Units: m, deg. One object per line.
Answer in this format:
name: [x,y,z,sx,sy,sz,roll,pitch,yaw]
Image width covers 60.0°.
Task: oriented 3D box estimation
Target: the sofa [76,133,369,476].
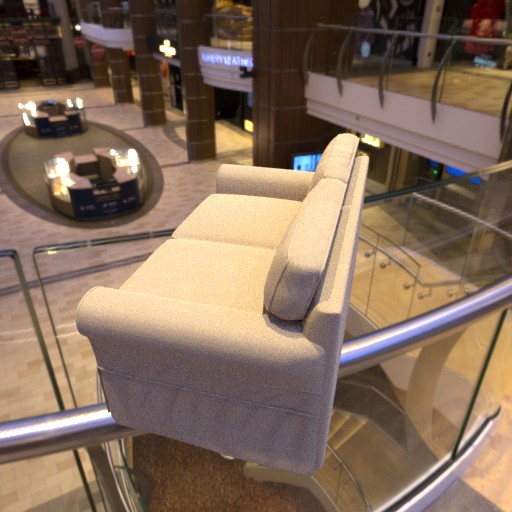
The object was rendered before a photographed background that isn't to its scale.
sofa: [0.000,0.000,2.306,0.991,0.940,1.727,8,31,13]
